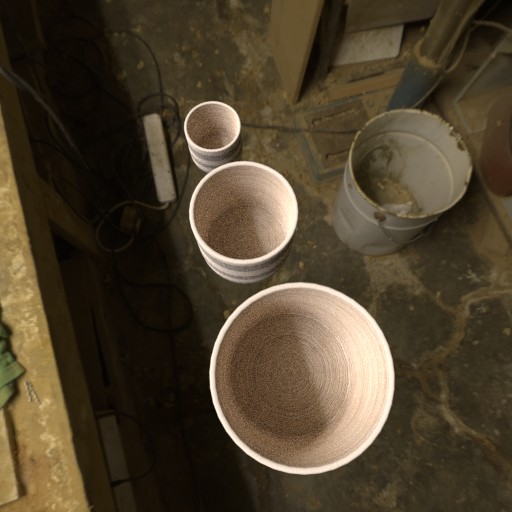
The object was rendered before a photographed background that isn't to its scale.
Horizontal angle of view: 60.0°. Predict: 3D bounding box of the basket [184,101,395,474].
[{"bbox_3d":[0.000,0.000,1.061,0.351,0.356,0.917,-17,76,-4],"label":"basket"}]
